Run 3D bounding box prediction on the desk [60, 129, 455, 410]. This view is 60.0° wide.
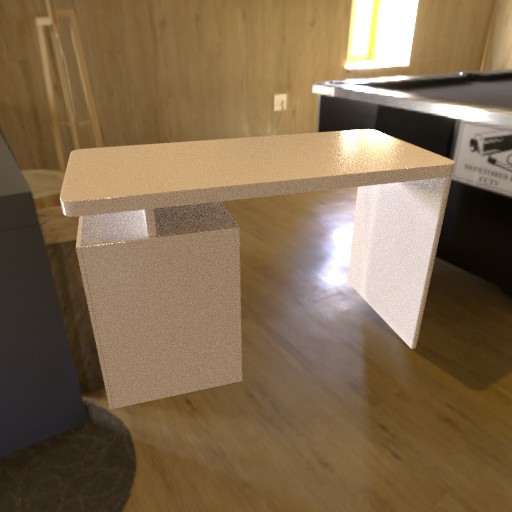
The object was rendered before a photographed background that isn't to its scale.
[{"bbox_3d":[0.000,0.000,1.669,1.200,0.760,0.550,-8,29,-15],"label":"desk"}]
